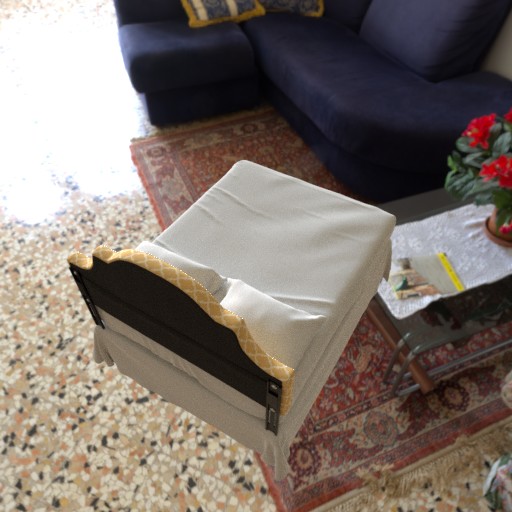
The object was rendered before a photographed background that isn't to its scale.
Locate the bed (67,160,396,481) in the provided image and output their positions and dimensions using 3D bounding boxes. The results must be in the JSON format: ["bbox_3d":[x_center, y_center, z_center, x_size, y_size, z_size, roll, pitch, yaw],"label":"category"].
[{"bbox_3d":[0.000,0.000,3.348,1.780,1.633,2.222,25,52,21],"label":"bed"}]
